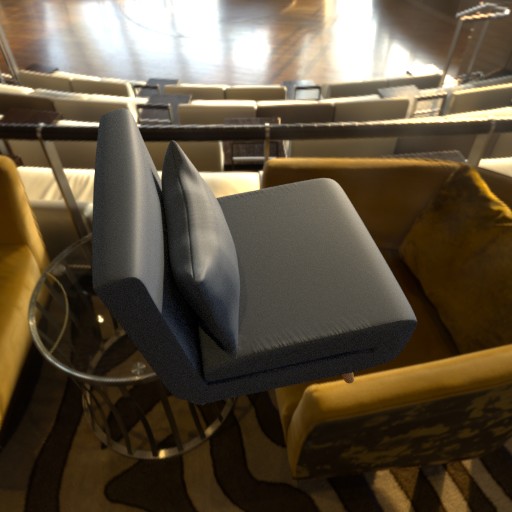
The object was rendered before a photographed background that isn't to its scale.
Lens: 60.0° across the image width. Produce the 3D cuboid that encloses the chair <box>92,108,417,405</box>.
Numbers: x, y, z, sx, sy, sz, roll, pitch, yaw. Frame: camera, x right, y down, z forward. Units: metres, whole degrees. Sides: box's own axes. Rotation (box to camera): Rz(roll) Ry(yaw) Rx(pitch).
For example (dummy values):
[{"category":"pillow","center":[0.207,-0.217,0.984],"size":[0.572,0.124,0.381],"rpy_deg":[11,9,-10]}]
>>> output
[{"category":"chair","center":[0.000,0.000,1.533],"size":[0.900,0.808,0.770],"rpy_deg":[-9,47,-9]}]
